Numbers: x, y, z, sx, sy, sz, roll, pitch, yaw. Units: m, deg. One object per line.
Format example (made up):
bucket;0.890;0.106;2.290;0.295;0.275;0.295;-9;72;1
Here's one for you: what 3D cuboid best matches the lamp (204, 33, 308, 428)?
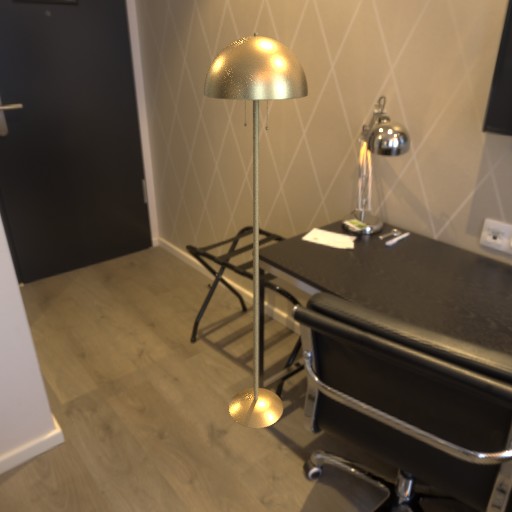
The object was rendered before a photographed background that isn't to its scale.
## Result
lamp;0.000;0.000;1.645;0.328;1.480;0.328;9;27;18
